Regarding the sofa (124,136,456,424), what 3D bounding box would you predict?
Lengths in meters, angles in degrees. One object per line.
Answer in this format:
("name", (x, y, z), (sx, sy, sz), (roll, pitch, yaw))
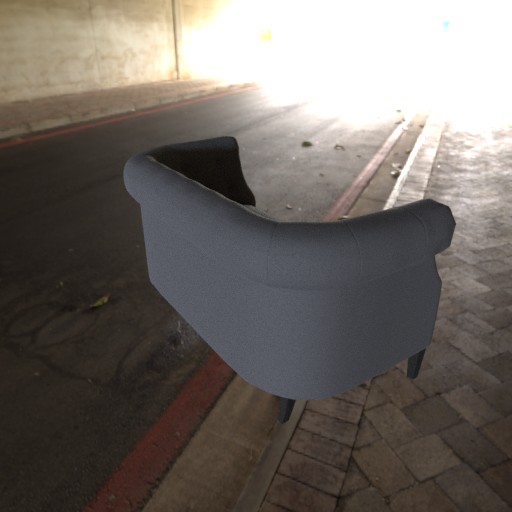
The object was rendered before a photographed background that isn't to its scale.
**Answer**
("sofa", (0.000, 0.000, 2.060), (0.835, 0.827, 1.558), (-17, 31, -30))
